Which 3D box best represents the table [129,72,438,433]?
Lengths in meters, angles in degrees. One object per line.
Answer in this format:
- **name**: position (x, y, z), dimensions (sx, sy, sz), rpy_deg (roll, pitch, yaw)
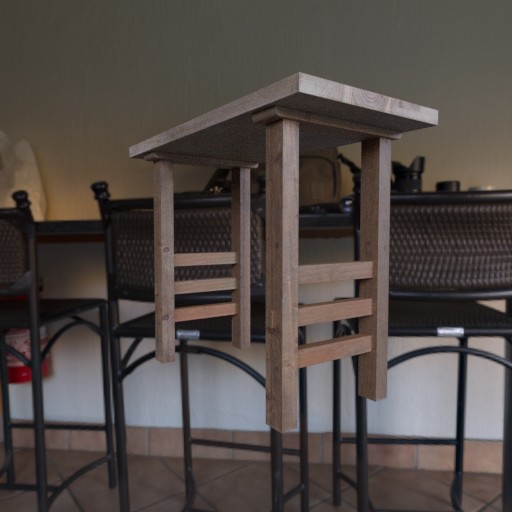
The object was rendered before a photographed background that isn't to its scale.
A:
- **table**: position (0.000, 0.000, 1.657), dimensions (0.556, 0.914, 1.119), rpy_deg (-2, 4, -35)
